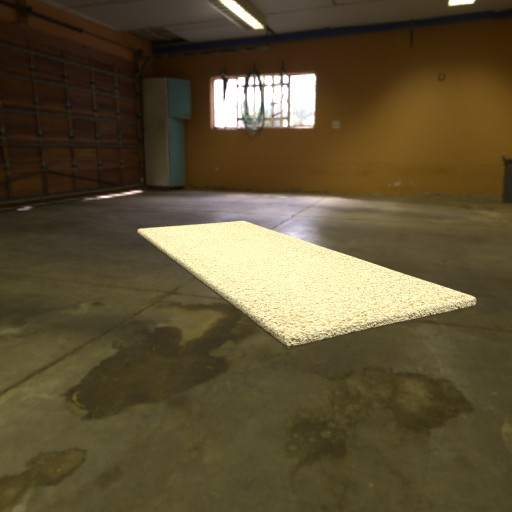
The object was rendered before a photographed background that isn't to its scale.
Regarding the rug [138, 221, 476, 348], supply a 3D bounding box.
[{"bbox_3d":[0.000,0.000,1.751,0.609,0.030,1.524,-7,15,-26],"label":"rug"}]
